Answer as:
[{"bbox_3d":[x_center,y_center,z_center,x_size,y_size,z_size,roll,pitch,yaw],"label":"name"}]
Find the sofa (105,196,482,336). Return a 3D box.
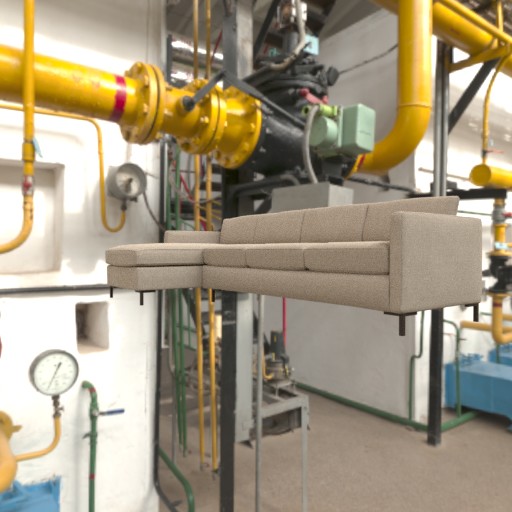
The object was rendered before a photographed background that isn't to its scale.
[{"bbox_3d":[0.000,0.000,3.513,1.469,0.816,2.923,0,1,-37],"label":"sofa"}]
